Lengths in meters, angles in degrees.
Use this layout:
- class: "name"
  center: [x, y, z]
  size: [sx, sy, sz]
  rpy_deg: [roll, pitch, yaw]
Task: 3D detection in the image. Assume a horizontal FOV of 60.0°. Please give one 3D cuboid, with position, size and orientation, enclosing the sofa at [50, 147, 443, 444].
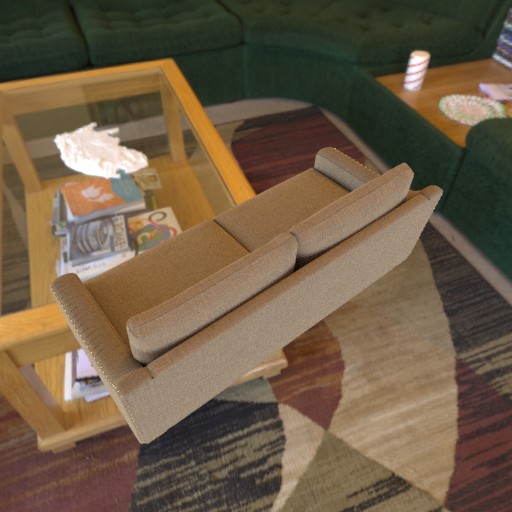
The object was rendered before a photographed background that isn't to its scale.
- class: "sofa"
  center: [0.000, 0.000, 2.751]
  size: [2.208, 0.857, 1.000]
  rpy_deg: [-30, 53, -25]
